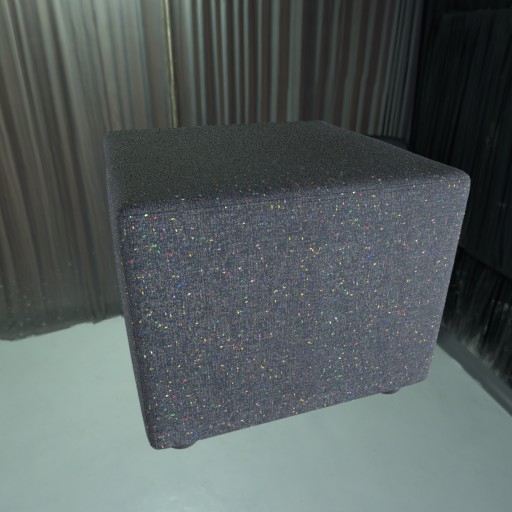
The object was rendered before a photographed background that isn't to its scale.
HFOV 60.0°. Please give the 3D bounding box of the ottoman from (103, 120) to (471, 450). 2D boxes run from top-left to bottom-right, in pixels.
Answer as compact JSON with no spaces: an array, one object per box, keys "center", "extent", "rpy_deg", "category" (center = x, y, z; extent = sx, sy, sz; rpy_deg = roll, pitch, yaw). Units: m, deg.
[{"center":[0.000,0.000,0.850],"extent":[0.508,0.432,0.508],"rpy_deg":[-8,27,-17],"category":"ottoman"}]
